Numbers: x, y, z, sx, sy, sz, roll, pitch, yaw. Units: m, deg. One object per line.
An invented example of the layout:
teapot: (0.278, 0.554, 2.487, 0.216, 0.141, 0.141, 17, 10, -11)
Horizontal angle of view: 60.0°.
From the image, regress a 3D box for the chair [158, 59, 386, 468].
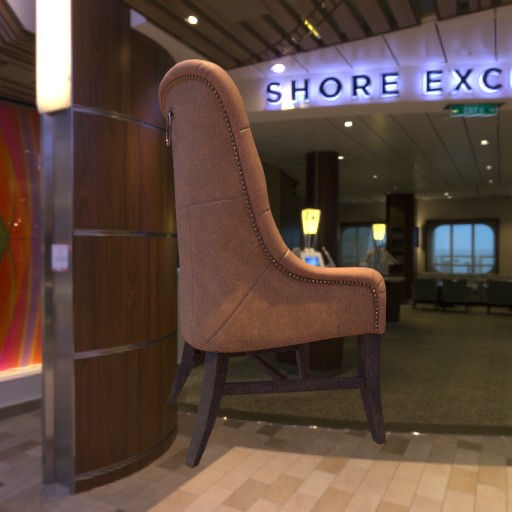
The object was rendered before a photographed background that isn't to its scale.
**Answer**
chair: (0.000, 0.000, 1.471, 0.629, 1.091, 0.634, 0, 1, -17)
